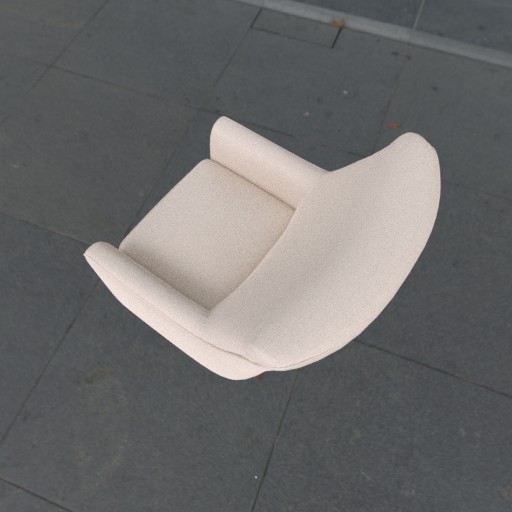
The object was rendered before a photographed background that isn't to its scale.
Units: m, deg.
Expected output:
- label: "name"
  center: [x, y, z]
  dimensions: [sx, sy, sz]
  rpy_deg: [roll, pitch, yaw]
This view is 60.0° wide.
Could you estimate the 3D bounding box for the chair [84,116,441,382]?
- label: "chair"
  center: [0.000, 0.000, 1.528]
  dimensions: [0.879, 0.916, 0.756]
  rpy_deg: [33, 68, 15]
